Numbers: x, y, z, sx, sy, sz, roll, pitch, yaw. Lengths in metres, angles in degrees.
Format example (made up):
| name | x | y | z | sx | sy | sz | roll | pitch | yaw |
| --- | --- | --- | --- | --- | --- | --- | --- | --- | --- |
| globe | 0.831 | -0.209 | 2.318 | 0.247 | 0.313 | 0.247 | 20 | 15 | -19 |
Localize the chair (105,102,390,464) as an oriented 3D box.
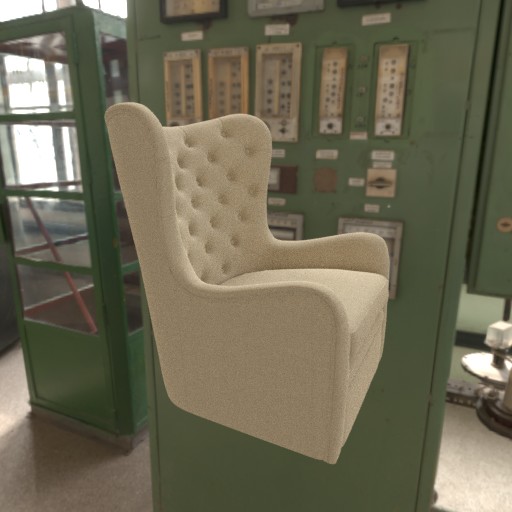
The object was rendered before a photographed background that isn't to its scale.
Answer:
| name | x | y | z | sx | sy | sz | roll | pitch | yaw |
| --- | --- | --- | --- | --- | --- | --- | --- | --- | --- |
| chair | 0.000 | 0.000 | 1.695 | 0.929 | 1.079 | 0.831 | 7 | 17 | 24 |
